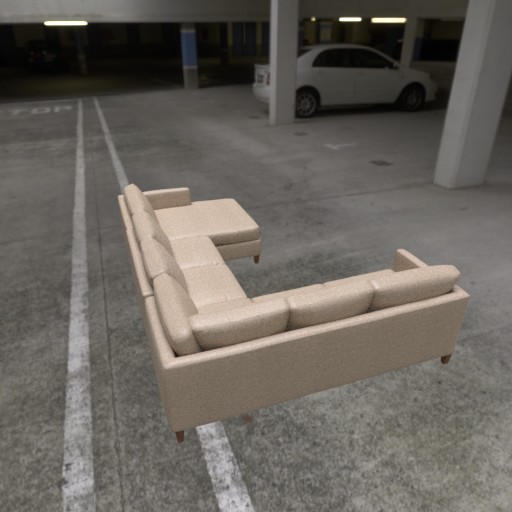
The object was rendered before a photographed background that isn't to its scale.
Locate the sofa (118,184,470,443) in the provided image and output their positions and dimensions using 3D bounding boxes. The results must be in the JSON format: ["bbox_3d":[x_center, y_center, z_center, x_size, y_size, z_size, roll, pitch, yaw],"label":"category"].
[{"bbox_3d":[0.000,0.000,4.821,2.594,0.961,3.460,-10,30,-18],"label":"sofa"}]
